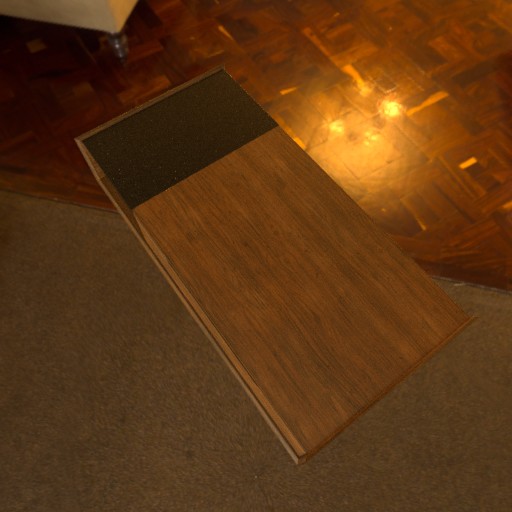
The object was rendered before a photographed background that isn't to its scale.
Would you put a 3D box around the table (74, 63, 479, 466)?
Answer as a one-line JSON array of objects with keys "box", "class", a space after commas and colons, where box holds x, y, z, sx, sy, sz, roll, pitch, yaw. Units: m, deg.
[{"box": [0.000, 0.000, 1.569, 0.610, 0.508, 1.221, -33, 68, -15], "class": "table"}]
